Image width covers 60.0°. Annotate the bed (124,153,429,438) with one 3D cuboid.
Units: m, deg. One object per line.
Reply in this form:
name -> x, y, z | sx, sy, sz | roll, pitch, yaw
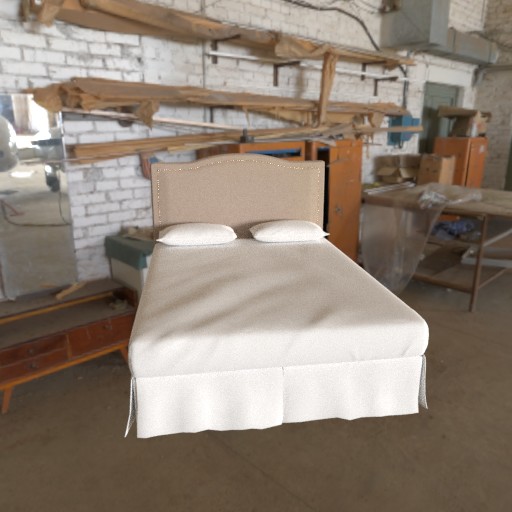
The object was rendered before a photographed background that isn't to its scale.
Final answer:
bed -> 0.000, 0.000, 3.452 | 1.821, 1.436, 2.282 | -2, 17, -8
